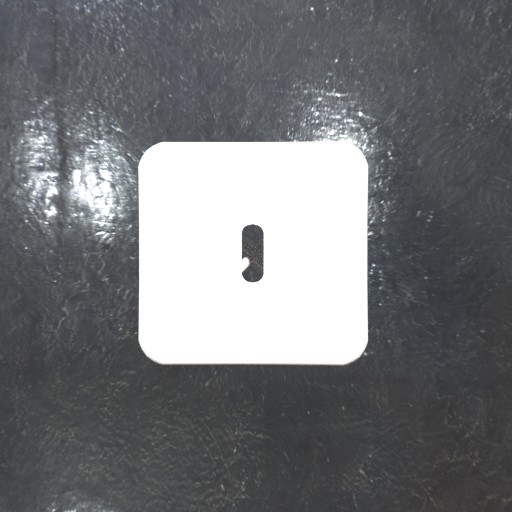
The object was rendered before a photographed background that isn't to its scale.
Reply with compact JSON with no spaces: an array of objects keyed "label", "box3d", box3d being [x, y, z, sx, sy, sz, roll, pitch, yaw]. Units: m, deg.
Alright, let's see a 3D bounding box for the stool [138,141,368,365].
[{"label":"stool","box3d":[0.000,0.000,0.899,0.406,0.610,0.406,0,90,1]}]
